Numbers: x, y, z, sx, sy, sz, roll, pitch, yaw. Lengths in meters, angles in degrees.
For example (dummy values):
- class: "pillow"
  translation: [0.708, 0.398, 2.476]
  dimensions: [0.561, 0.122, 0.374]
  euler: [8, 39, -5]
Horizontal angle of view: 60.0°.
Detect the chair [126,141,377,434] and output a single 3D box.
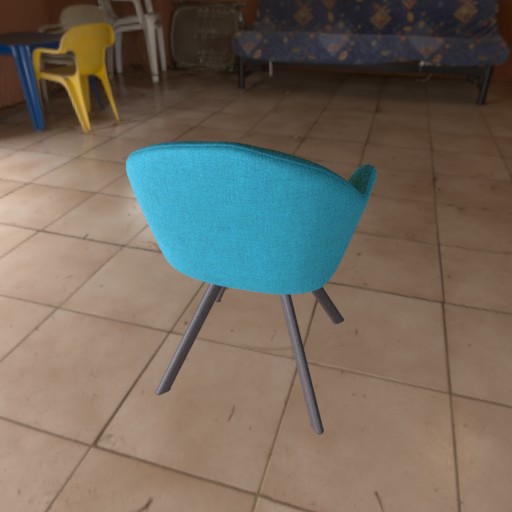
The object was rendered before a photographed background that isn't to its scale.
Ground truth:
- class: "chair"
  translation: [0.000, 0.000, 1.162]
  dimensions: [0.545, 0.775, 0.565]
  euler: [9, 34, 13]
